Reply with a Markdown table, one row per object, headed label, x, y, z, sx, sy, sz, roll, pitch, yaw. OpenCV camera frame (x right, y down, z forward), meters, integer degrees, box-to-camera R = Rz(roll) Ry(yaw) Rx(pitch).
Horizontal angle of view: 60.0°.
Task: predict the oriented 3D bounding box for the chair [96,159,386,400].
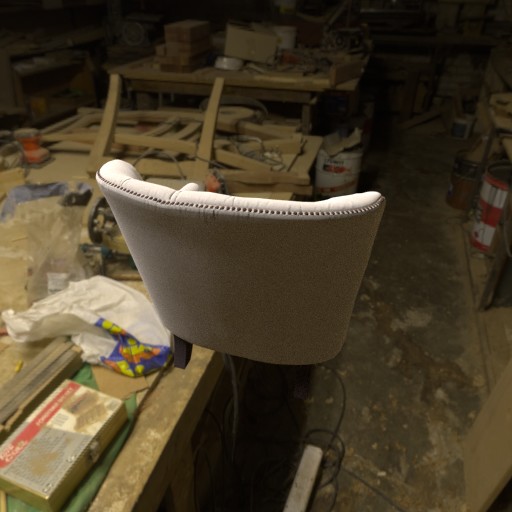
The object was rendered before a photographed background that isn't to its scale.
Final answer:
| label | x | y | z | sx | sy | sz | roll | pitch | yaw |
| --- | --- | --- | --- | --- | --- | --- | --- | --- | --- |
| chair | 0.000 | 0.000 | 1.642 | 0.848 | 0.868 | 0.906 | 10 | 34 | 15 |
